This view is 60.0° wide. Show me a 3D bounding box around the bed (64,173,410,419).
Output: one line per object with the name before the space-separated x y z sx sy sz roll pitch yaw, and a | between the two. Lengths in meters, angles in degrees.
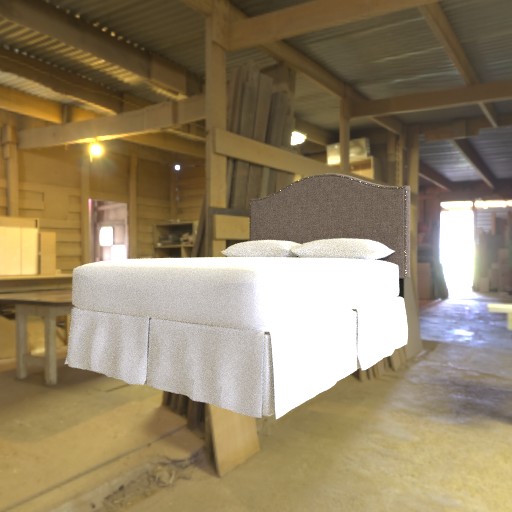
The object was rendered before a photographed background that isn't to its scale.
bed | 0.000 0.000 3.329 1.713 1.518 2.153 0 0 36
